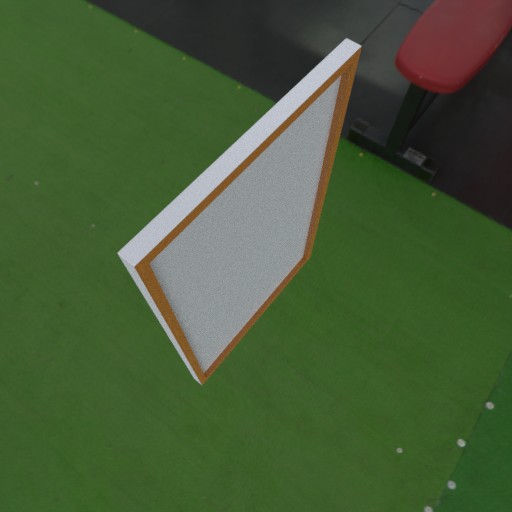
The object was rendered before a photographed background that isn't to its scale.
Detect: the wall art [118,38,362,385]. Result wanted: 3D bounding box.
[{"bbox_3d":[0.000,0.000,1.166,0.037,0.916,0.610,36,69,16],"label":"wall art"}]
